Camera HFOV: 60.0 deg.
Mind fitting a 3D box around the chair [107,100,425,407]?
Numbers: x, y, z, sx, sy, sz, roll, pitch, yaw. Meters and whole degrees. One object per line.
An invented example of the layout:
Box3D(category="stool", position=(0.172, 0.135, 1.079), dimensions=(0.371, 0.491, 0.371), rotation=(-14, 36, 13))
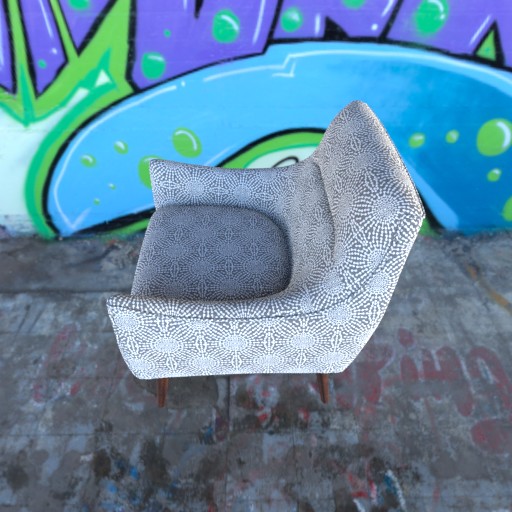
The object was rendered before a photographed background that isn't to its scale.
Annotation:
Box3D(category="chair", position=(0.000, 0.000, 1.477), dimensions=(0.787, 0.838, 0.762), rotation=(-1, 42, -1))
